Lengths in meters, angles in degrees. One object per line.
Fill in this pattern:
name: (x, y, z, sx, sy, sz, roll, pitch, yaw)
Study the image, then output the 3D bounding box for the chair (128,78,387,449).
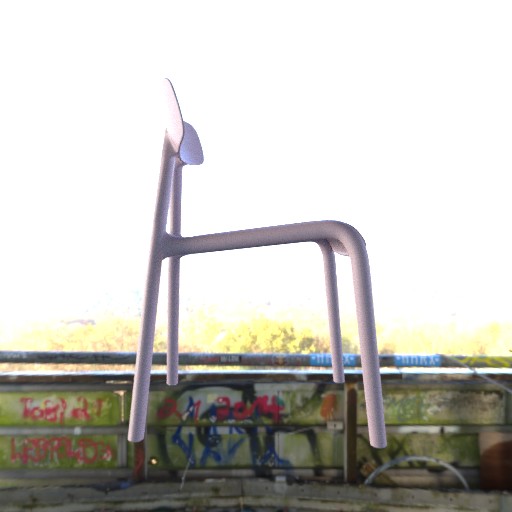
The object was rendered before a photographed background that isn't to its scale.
chair: (0.000, 0.000, 0.843, 0.401, 0.580, 0.356, 0, 0, 0)
